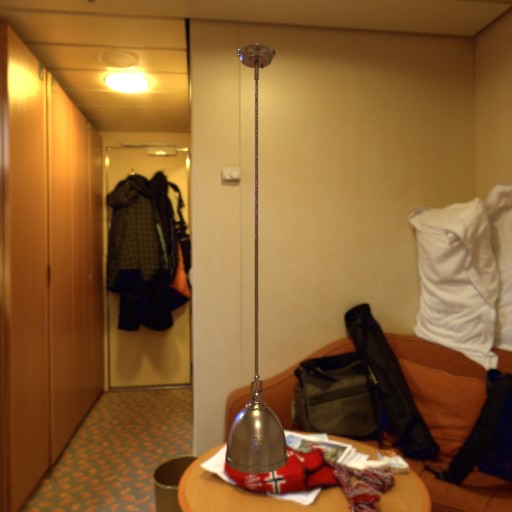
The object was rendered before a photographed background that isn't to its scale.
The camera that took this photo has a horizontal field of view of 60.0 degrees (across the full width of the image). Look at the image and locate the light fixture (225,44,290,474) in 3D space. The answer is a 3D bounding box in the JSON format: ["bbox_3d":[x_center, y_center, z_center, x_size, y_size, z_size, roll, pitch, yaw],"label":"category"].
[{"bbox_3d":[0.000,0.000,1.494,0.211,1.367,0.217,0,0,36],"label":"light fixture"}]
